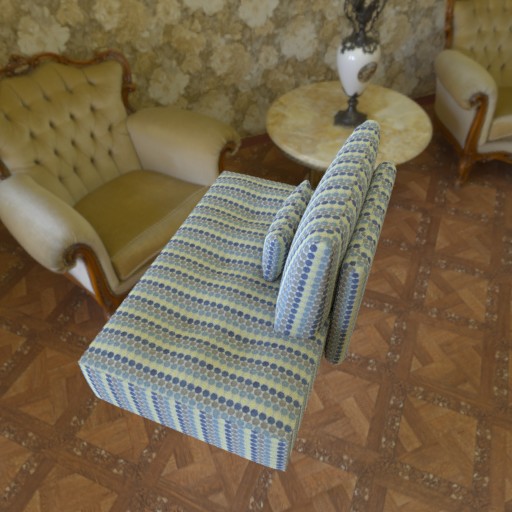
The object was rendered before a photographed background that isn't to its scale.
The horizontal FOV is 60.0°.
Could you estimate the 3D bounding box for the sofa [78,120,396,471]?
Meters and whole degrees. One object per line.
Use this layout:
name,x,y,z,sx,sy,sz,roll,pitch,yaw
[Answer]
sofa,0.000,0.000,2.023,1.000,0.820,1.450,16,47,15
